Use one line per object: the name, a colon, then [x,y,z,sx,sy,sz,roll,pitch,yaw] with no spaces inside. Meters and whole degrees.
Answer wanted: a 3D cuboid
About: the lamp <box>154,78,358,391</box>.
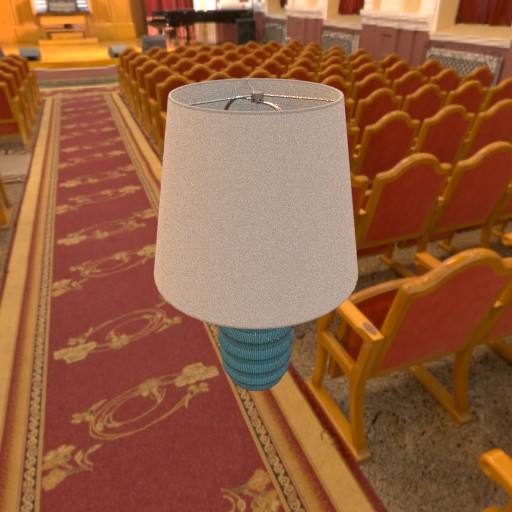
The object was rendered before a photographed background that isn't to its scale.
lamp: [0.000,0.000,0.557,0.254,0.392,0.254,0,30,0]
